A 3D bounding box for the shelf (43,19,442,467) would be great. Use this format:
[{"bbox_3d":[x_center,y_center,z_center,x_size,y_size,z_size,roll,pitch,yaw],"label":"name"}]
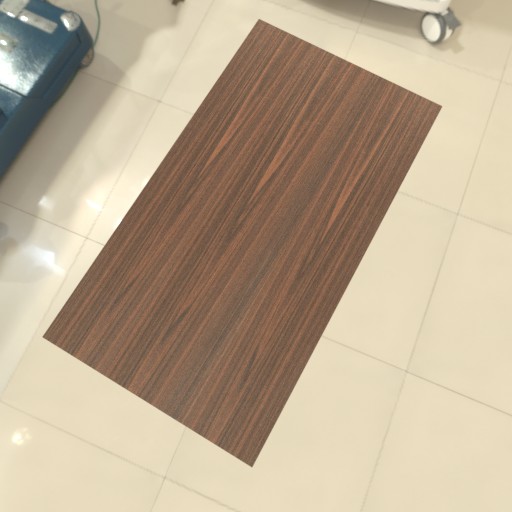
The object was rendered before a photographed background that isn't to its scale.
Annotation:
[{"bbox_3d":[0.000,0.000,1.341,0.498,0.750,0.902,29,77,7],"label":"shelf"}]
